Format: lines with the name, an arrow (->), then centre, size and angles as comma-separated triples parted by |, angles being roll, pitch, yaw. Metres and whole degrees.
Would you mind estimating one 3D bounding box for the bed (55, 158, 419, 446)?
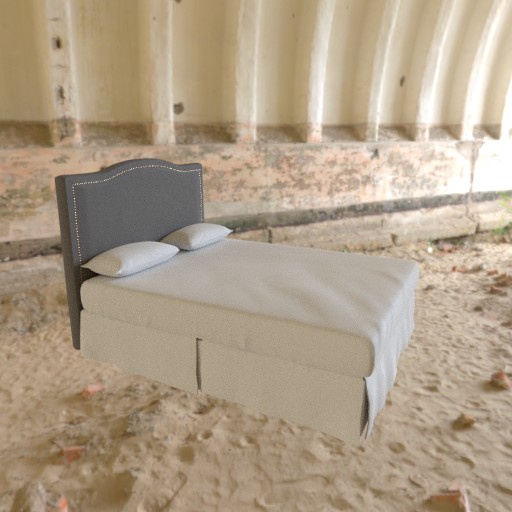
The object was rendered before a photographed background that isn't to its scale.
bed -> 0.000, 0.000, 3.451 | 2.282, 1.436, 1.821 | 8, 17, 26
